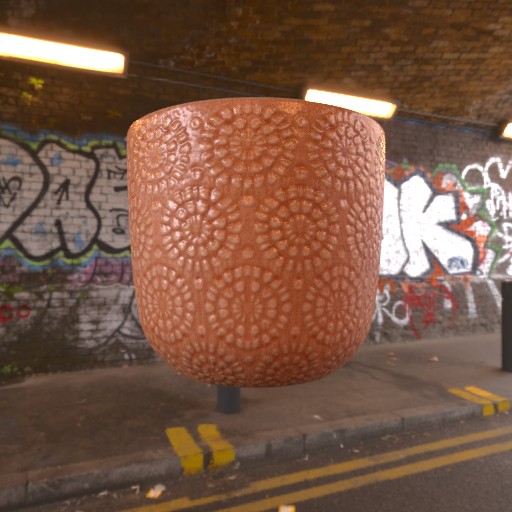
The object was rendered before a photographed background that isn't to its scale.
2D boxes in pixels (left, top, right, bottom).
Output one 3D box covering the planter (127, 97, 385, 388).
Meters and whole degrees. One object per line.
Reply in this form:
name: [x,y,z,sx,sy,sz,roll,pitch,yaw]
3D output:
planter: [0.000,0.000,0.370,0.208,0.190,0.208,0,-1,0]
